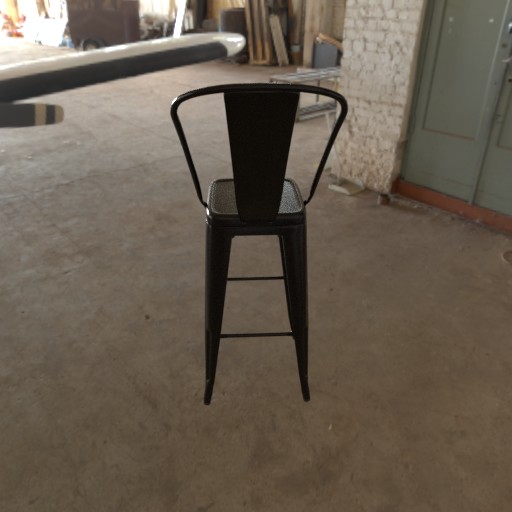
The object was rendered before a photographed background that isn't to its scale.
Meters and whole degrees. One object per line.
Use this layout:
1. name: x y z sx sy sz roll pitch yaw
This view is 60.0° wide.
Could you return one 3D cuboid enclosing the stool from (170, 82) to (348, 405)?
1. stool: 0.000 0.000 1.386 0.399 1.096 0.513 -1 30 -2
